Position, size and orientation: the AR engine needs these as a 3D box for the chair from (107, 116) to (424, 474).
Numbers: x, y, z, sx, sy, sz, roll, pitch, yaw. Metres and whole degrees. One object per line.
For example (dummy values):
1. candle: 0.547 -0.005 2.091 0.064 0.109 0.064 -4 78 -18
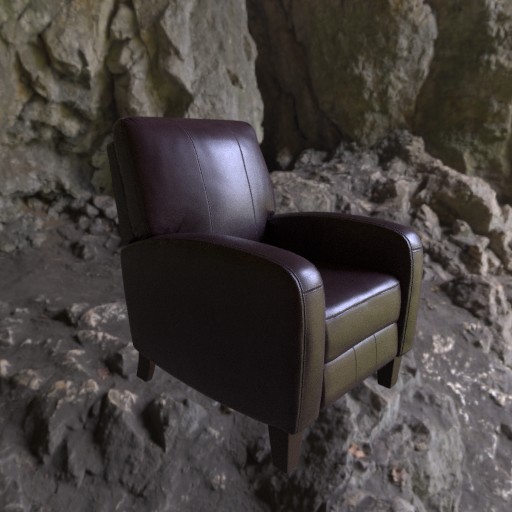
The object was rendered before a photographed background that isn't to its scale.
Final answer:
1. chair: 0.000 0.000 1.633 0.990 0.990 0.762 14 20 42
